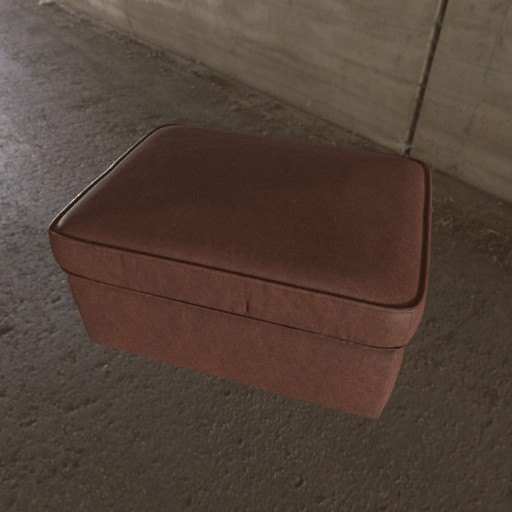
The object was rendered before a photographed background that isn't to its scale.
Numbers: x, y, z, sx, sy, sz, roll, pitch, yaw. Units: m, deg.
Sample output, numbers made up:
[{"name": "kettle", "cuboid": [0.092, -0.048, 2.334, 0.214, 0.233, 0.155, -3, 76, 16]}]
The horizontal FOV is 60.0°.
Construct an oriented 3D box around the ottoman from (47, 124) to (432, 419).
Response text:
[{"name": "ottoman", "cuboid": [0.000, 0.000, 1.096, 0.749, 0.449, 0.548, 12, 42, 13]}]
